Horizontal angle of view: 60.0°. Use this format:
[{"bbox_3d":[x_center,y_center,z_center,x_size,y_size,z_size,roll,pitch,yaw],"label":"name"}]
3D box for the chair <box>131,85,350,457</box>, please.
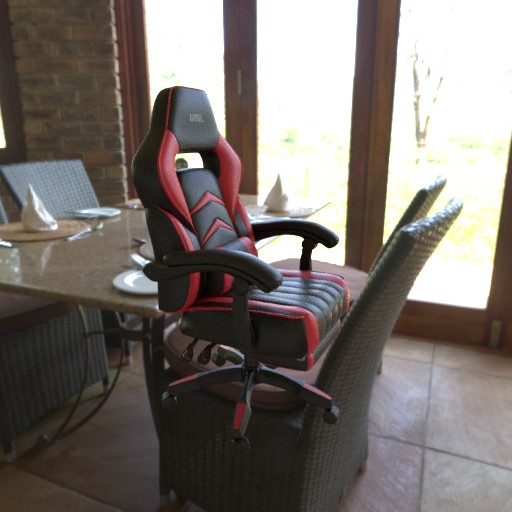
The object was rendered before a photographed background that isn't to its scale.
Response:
[{"bbox_3d":[0.000,0.000,1.672,0.700,1.220,0.700,7,17,26],"label":"chair"}]
